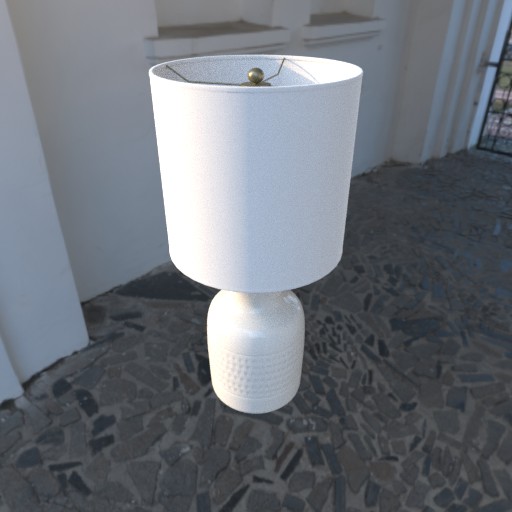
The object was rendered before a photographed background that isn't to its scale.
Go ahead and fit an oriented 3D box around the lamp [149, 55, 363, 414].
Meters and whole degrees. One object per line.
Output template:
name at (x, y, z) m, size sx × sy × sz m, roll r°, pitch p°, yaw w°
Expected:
lamp at (0.000, 0.000, 0.497) m, size 0.188 × 0.392 × 0.188 m, roll -18°, pitch 35°, yaw -27°
